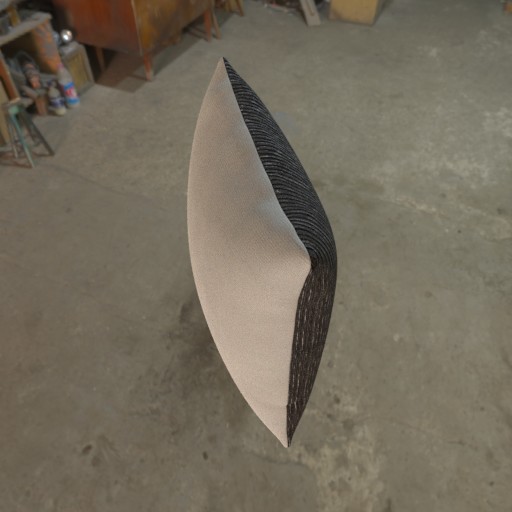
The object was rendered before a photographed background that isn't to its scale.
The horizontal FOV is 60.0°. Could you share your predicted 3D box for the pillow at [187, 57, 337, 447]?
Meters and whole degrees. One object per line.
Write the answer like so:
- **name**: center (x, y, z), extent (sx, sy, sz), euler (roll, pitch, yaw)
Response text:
- **pillow**: center (0.000, 0.000, 0.678), extent (0.196, 0.434, 0.433), euler (-10, 47, -9)
